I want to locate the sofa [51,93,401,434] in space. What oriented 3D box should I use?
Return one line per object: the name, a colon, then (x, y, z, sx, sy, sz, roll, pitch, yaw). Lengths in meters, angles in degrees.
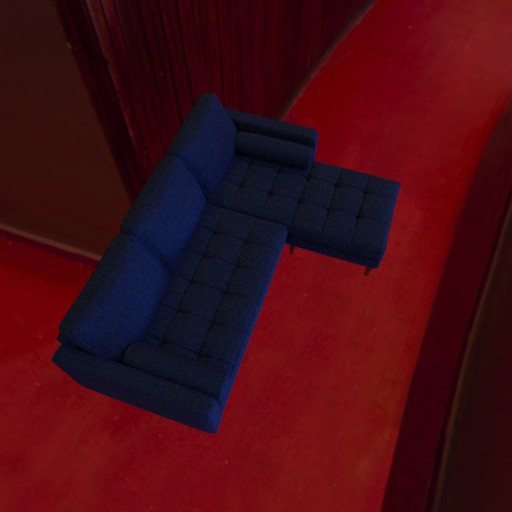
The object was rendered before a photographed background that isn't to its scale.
sofa: (0.000, 0.000, 2.906, 1.613, 0.841, 2.185, 16, 60, 10)
